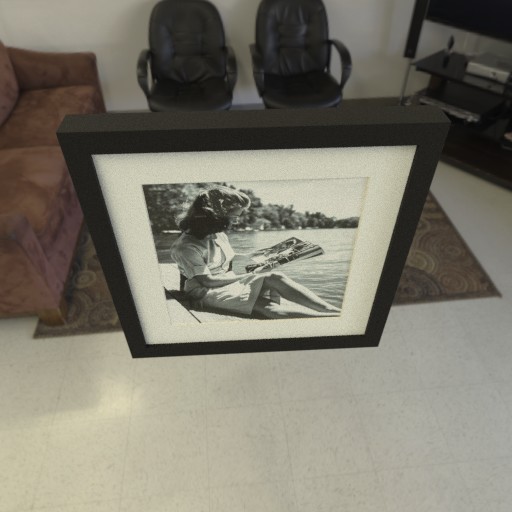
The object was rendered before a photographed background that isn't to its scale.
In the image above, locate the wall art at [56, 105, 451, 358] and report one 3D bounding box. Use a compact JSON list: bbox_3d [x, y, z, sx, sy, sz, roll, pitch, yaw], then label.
[{"bbox_3d":[0.000,0.000,0.460,0.308,0.305,0.030,-2,44,-2],"label":"wall art"}]
